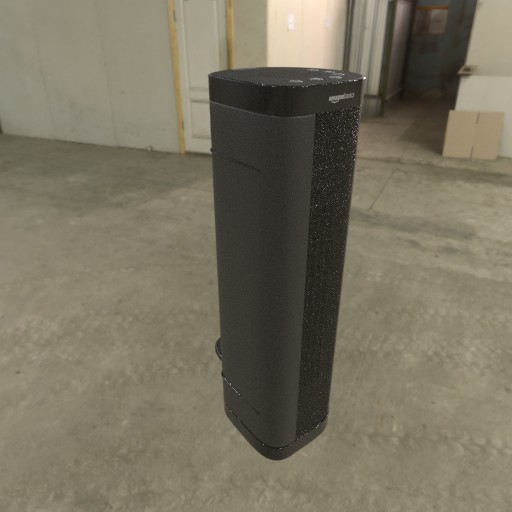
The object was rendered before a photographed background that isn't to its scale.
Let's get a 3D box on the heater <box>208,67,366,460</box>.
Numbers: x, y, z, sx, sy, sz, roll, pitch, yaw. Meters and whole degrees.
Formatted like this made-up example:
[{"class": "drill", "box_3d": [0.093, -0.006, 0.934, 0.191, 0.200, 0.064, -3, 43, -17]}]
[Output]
[{"class": "heater", "box_3d": [0.000, 0.000, 0.702, 0.174, 0.552, 0.312, -20, 34, -32]}]
